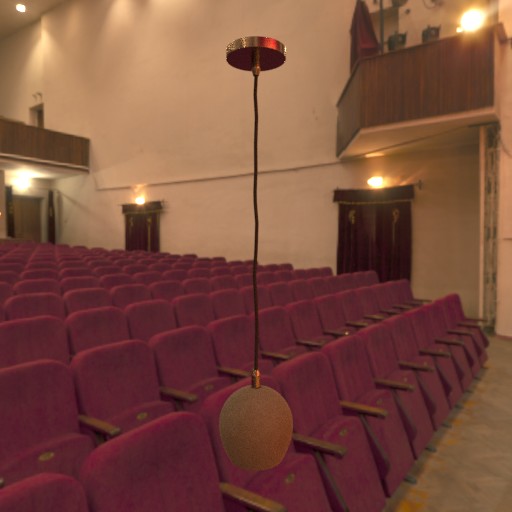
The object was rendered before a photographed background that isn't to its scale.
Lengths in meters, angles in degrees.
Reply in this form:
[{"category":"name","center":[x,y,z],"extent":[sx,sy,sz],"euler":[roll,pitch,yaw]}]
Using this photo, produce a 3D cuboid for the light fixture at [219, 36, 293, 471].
[{"category":"light fixture","center":[0.000,0.000,0.831],"extent":[0.139,0.764,0.139],"euler":[1,2,35]}]
